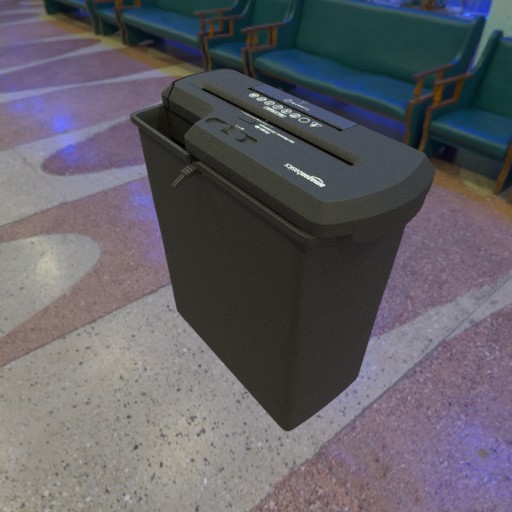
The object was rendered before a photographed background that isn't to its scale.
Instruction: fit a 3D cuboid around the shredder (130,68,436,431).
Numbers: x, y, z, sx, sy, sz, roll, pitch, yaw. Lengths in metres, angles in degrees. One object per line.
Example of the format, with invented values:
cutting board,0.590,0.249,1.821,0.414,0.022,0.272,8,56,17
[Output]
shredder,0.000,0.000,0.510,0.170,0.335,0.320,-27,47,-28
